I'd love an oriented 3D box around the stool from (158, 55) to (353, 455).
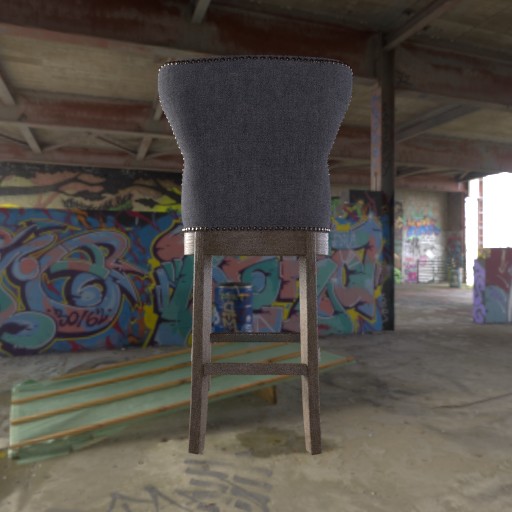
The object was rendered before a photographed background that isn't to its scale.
[{"bbox_3d":[0.000,0.000,1.329,0.498,0.981,0.608,0,0,1],"label":"stool"}]
